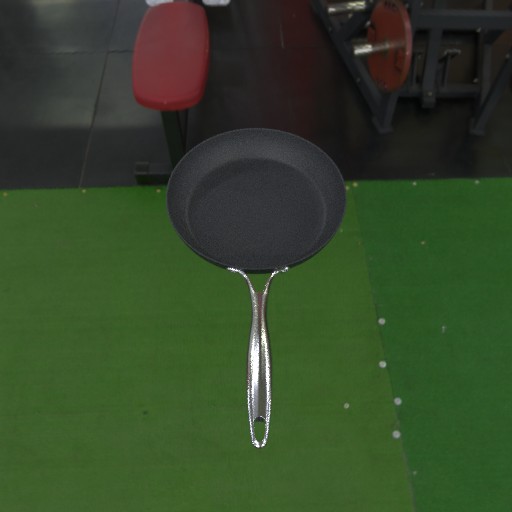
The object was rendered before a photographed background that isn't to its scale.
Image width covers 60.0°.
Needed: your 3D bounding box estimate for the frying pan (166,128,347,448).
[{"bbox_3d":[0.000,0.000,0.570,0.255,0.105,0.472,0,59,0],"label":"frying pan"}]
